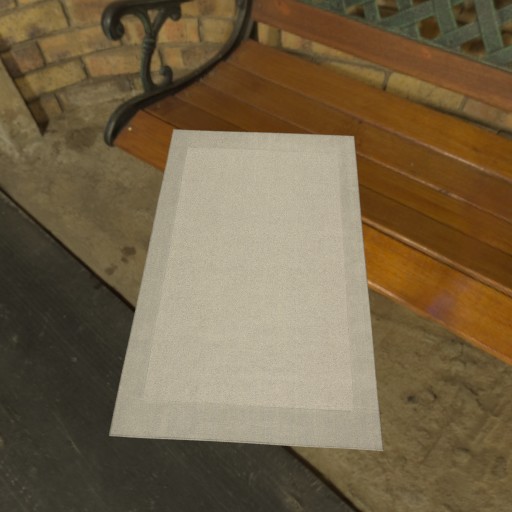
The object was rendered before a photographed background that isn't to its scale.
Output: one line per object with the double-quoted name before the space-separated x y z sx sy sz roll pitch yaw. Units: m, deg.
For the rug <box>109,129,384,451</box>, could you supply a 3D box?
"rug" 0.000 0.000 3.092 1.524 0.014 2.438 2 58 2
